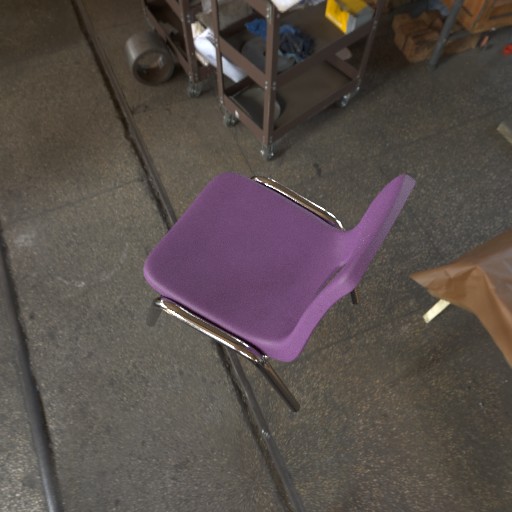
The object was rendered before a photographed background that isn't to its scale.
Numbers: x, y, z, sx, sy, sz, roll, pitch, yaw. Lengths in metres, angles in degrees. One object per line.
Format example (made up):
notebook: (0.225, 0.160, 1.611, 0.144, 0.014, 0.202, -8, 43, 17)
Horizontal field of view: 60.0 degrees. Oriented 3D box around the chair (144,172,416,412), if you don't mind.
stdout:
chair: (0.000, 0.000, 0.842, 0.419, 0.584, 0.356, 29, 67, 14)
